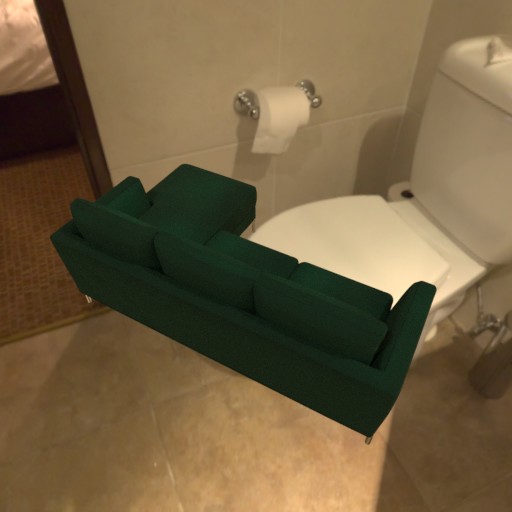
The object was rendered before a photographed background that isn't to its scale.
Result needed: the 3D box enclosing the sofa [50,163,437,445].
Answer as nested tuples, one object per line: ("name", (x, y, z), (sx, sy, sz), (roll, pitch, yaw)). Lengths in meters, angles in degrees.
("sofa", (0.000, 0.000, 3.239), (2.441, 1.007, 1.489), (21, 49, 20))
